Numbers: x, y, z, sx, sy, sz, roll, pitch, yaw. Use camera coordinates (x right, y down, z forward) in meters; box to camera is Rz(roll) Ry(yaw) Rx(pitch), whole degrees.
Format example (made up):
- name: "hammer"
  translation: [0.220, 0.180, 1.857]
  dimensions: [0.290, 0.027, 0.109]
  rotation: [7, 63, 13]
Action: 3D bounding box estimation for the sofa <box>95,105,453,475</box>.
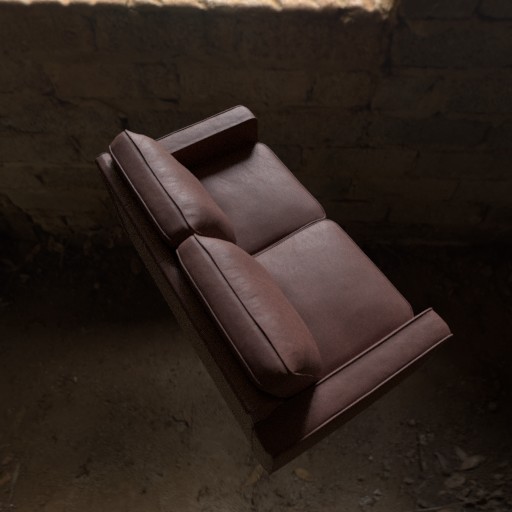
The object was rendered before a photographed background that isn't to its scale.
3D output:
- name: "sofa"
  translation: [0.000, 0.000, 2.219]
  dimensions: [0.947, 0.918, 1.709]
  rotation: [-28, 63, -16]
